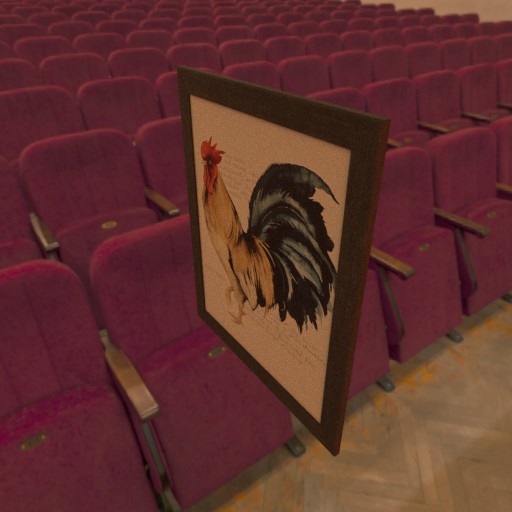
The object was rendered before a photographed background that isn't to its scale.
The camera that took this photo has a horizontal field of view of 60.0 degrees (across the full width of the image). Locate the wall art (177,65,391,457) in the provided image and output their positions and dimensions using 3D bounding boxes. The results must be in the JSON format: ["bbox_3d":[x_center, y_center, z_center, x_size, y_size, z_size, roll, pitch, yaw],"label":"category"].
[{"bbox_3d":[0.000,0.000,0.782,0.013,0.570,0.476,-20,37,-30],"label":"wall art"}]
